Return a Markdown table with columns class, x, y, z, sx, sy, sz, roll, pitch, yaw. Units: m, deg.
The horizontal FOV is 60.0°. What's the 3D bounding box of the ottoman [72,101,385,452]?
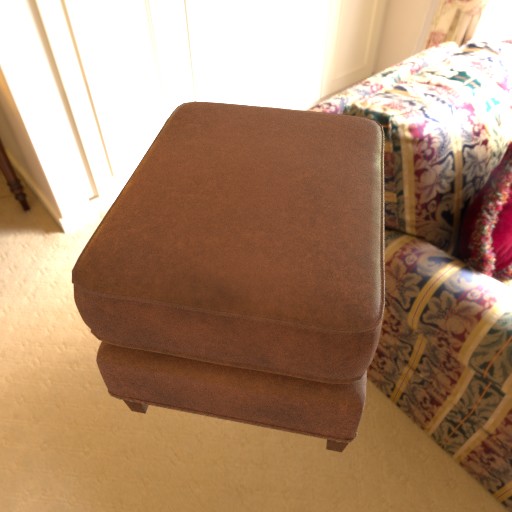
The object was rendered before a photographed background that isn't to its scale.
| class | x | y | z | sx | sy | sz | roll | pitch | yaw |
| --- | --- | --- | --- | --- | --- | --- | --- | --- | --- |
| ottoman | 0.000 | 0.000 | 1.131 | 0.589 | 0.537 | 0.738 | 8 | 47 | 8 |
